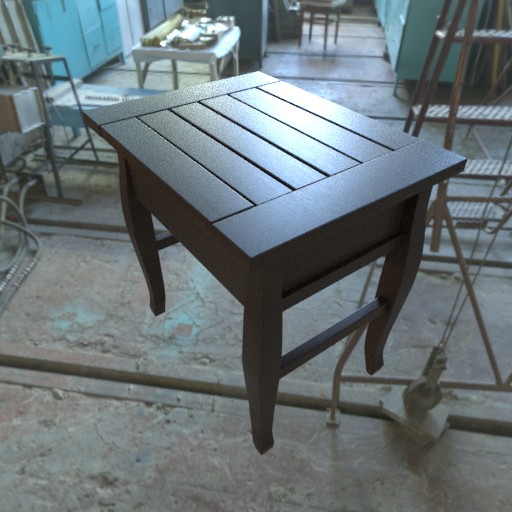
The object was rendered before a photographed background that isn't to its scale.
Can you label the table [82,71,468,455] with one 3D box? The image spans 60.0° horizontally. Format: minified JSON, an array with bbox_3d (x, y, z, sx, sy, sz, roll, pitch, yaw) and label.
[{"bbox_3d":[0.000,0.000,1.031,0.460,0.605,0.602,-25,45,-27],"label":"table"}]
